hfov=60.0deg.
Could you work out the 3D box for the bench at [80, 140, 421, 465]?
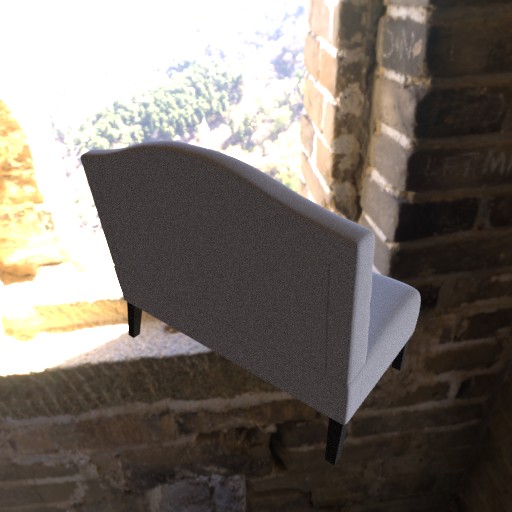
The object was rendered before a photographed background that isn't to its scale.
[{"bbox_3d":[0.000,0.000,2.037,1.335,1.180,0.815,21,36,32],"label":"bench"}]
